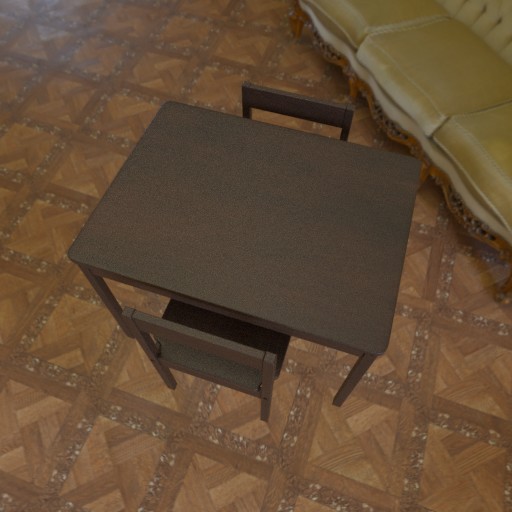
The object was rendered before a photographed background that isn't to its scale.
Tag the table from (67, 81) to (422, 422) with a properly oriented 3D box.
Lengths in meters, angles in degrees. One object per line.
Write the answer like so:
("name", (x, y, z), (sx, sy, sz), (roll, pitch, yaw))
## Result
("table", (0.000, 0.000, 1.140), (0.650, 0.503, 0.672), (16, 60, 9))
